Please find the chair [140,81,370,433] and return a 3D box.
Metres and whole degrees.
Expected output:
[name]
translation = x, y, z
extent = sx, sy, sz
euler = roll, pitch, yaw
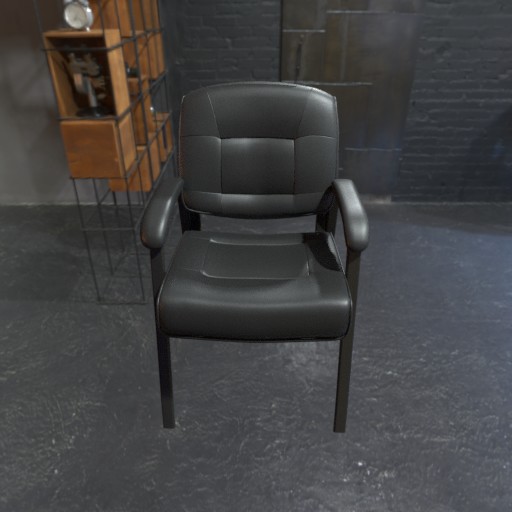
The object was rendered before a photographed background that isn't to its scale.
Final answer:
[chair]
translation = 0.000, 0.000, 1.346
extent = 0.591, 0.910, 0.668
euler = 1, 30, 1
